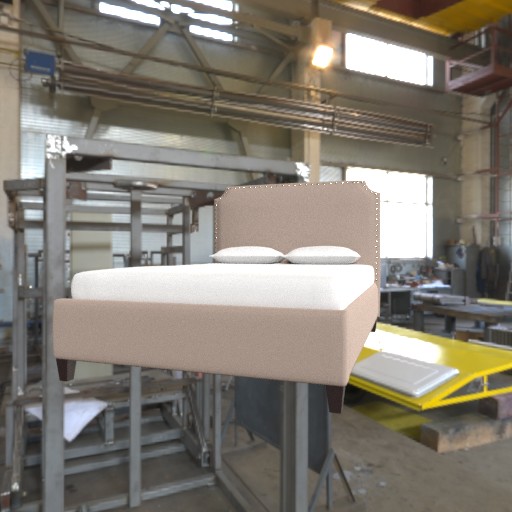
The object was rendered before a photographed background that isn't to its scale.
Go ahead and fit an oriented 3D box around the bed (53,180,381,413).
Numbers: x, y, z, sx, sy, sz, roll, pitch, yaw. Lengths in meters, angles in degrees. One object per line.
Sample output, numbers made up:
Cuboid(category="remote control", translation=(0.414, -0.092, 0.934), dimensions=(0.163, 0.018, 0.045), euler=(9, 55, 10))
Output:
Cuboid(category="bed", translation=(0.000, 0.000, 3.397), dimensions=(1.713, 1.443, 2.372), euler=(0, 0, 19))
